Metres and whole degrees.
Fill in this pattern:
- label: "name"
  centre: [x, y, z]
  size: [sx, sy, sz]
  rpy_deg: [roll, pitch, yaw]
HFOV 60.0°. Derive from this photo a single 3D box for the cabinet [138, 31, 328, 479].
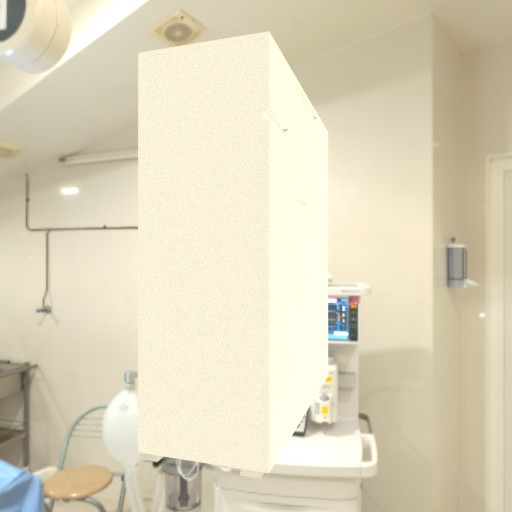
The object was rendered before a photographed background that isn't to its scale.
- label: "cabinet"
  centre: [0.000, 0.000, 1.711]
  size: [0.400, 1.190, 1.000]
  rpy_deg: [0, 0, 18]
